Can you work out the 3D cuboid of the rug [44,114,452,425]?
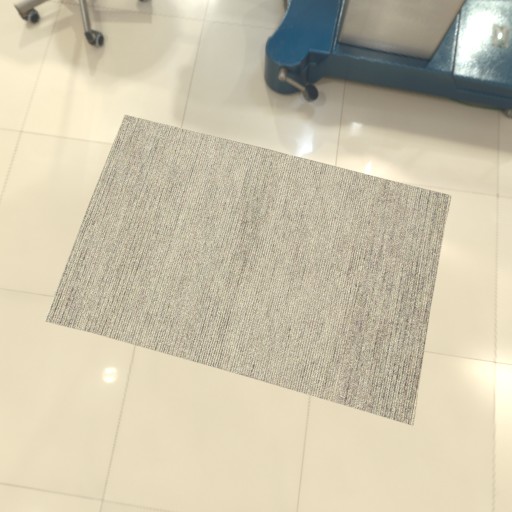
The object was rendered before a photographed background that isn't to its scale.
[{"bbox_3d":[0.000,0.000,2.212,1.804,0.022,1.162,15,76,4],"label":"rug"}]
